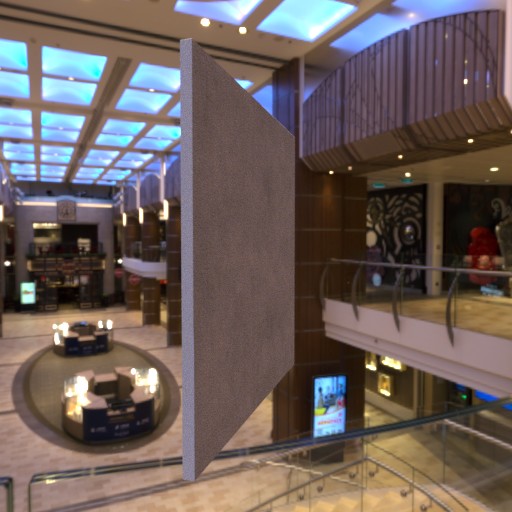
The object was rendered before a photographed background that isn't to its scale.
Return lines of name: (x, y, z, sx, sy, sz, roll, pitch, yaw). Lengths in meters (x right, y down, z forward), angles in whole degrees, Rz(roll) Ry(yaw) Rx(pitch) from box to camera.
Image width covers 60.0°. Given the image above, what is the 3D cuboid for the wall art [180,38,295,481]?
wall art: (0.000, 0.000, 0.978, 0.020, 0.661, 0.664, 1, 2, 18)
